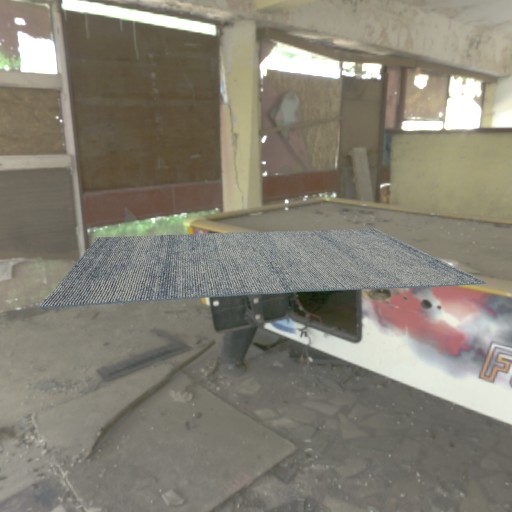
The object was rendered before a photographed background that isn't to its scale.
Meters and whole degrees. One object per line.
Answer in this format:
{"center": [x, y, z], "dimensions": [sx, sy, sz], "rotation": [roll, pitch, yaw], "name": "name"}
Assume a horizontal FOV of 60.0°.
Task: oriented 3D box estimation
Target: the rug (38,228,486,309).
{"center": [0.000, 0.000, 2.258], "dimensions": [1.777, 0.021, 1.145], "rotation": [-2, 15, -8], "name": "rug"}
